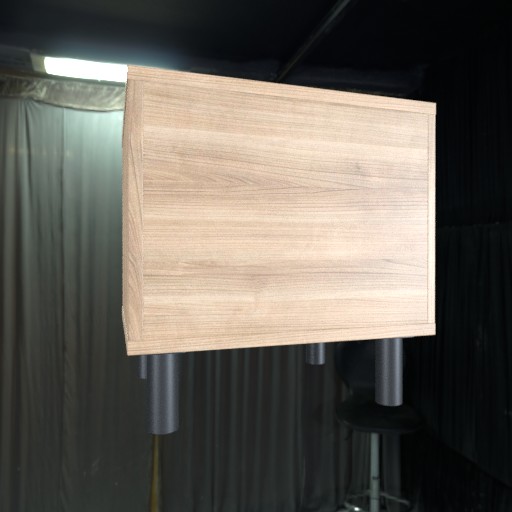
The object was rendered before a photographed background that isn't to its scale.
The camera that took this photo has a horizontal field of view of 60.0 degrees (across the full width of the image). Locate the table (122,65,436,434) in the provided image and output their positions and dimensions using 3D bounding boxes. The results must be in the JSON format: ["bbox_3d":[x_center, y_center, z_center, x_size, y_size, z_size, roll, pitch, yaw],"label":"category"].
[{"bbox_3d":[0.000,0.000,0.779,0.445,0.460,0.380,0,0,-18],"label":"table"}]
